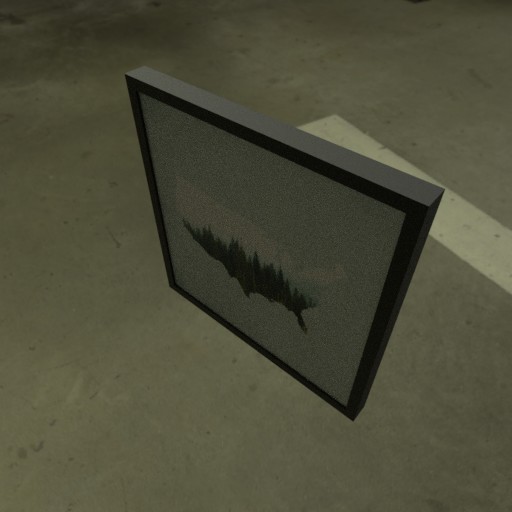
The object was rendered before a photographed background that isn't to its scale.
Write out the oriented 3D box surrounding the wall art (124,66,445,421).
[{"bbox_3d":[0.000,0.000,0.769,0.509,0.509,0.040,31,53,27],"label":"wall art"}]
